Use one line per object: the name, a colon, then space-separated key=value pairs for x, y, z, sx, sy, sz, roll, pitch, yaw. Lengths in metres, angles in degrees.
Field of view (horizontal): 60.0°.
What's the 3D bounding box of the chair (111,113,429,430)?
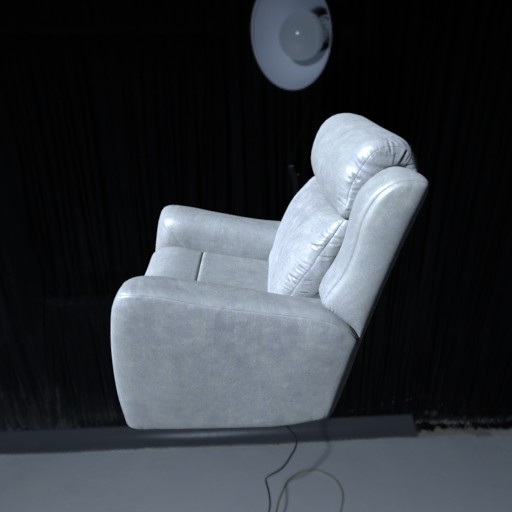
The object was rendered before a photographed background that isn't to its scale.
chair: x=0.000 y=0.000 z=1.909 sx=1.068 sy=1.116 sz=0.967 roll=0 pitch=25 yaw=-1
